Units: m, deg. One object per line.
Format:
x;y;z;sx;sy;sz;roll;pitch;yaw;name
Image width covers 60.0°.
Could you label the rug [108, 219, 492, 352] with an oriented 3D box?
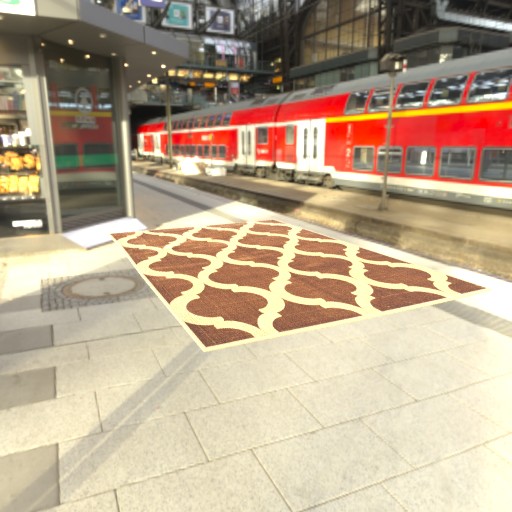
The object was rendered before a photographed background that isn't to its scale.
0.000;0.000;2.876;1.526;0.014;2.290;-7;16;-25;rug
